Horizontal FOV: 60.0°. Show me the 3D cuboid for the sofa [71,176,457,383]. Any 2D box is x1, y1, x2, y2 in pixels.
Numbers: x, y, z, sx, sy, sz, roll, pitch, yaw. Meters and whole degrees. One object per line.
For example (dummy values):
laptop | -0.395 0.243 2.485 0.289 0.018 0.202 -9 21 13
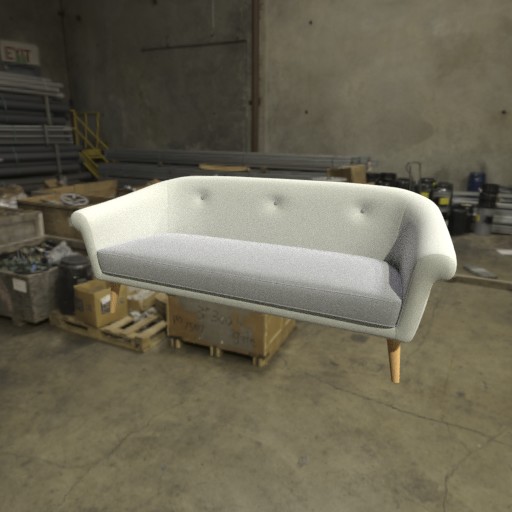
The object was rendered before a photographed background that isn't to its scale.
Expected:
sofa | 0.000 0.000 2.587 2.160 0.795 0.827 8 18 27
